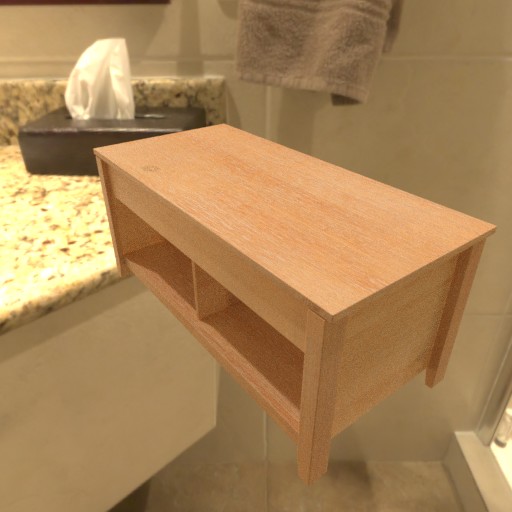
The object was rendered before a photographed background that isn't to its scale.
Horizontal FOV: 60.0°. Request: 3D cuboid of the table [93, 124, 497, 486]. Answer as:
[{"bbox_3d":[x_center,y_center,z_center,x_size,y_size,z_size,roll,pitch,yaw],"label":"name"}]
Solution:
[{"bbox_3d":[0.000,0.000,1.256,0.483,0.457,1.016,-22,37,-31],"label":"table"}]
